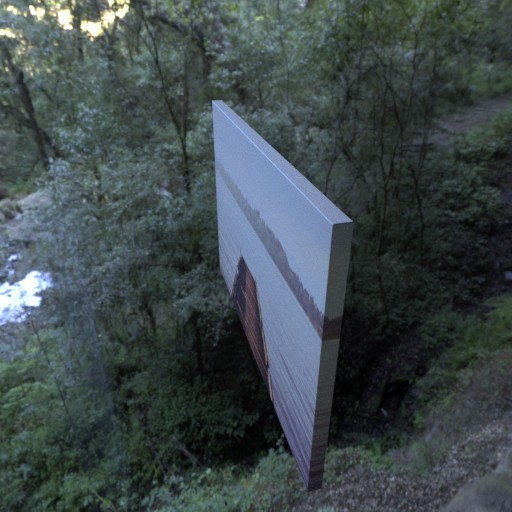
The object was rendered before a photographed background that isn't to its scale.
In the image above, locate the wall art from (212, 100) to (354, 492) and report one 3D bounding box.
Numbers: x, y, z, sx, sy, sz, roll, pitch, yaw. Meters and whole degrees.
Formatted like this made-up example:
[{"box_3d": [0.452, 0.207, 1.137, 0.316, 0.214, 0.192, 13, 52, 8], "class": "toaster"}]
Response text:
[{"box_3d": [0.000, 0.000, 1.437, 0.040, 0.765, 1.149, -8, 31, -13], "class": "wall art"}]
